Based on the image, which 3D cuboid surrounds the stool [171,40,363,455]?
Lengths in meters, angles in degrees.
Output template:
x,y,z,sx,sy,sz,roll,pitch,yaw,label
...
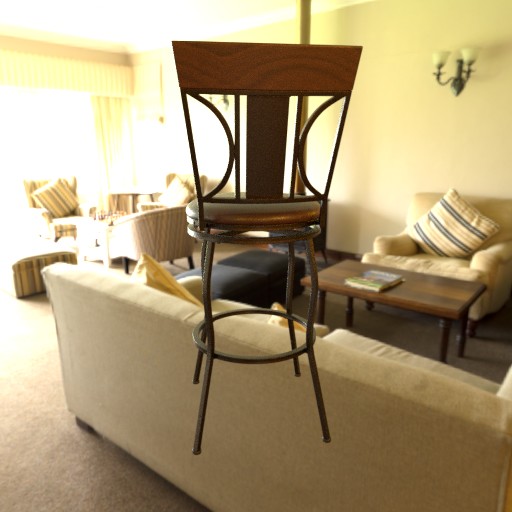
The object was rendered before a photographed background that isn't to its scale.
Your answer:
x,y,z,sx,sy,sz,roll,pitch,yaw,label
0.000,0.000,1.383,0.448,1.130,0.513,-2,15,-8,stool
